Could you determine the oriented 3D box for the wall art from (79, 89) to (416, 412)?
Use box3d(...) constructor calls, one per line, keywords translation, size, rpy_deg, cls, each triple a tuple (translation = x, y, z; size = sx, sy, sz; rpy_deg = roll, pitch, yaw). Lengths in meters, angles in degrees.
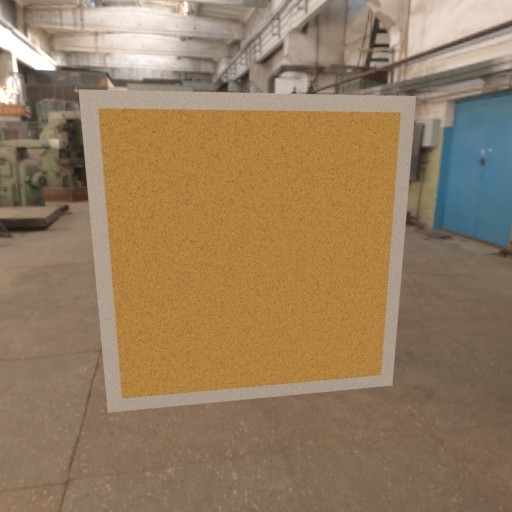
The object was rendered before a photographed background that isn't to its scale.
box3d(translation=(0.000, 0.000, 1.874), size=(1.289, 1.291, 0.098), rpy_deg=(-2, 14, -9), cls="wall art")
